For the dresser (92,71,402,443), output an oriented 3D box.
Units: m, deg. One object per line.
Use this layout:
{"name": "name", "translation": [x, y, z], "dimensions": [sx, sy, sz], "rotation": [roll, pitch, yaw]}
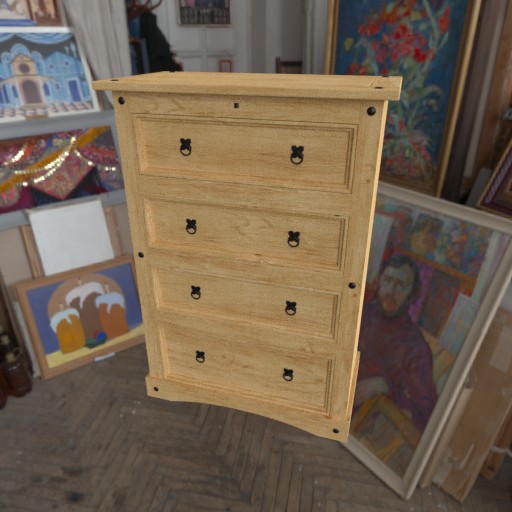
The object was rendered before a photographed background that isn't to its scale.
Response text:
{"name": "dresser", "translation": [0.000, 0.000, 1.737], "dimensions": [0.915, 1.300, 0.485], "rotation": [8, 27, 15]}
